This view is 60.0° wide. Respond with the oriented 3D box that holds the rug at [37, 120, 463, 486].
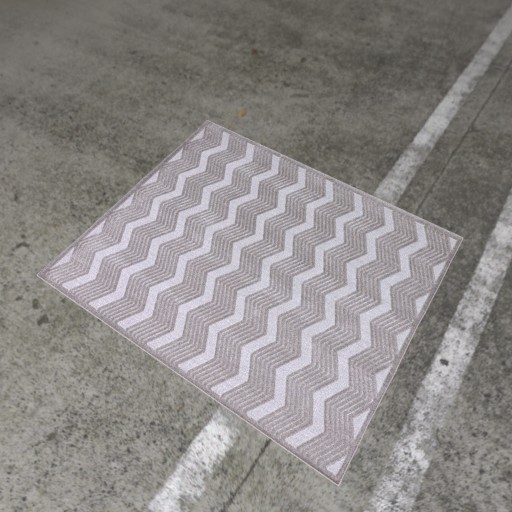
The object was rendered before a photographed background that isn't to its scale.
[{"bbox_3d":[0.000,0.000,3.864,2.880,0.005,2.391,29,61,18],"label":"rug"}]
